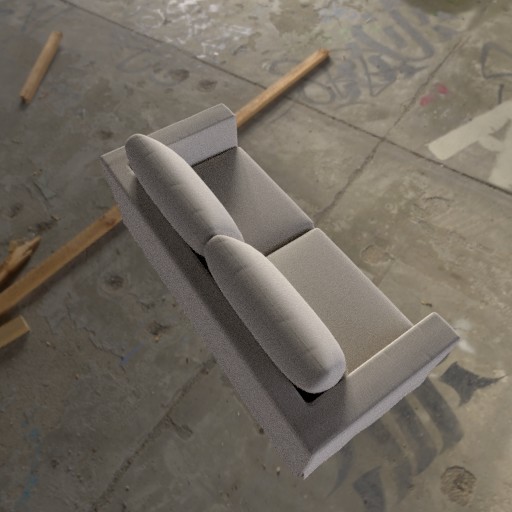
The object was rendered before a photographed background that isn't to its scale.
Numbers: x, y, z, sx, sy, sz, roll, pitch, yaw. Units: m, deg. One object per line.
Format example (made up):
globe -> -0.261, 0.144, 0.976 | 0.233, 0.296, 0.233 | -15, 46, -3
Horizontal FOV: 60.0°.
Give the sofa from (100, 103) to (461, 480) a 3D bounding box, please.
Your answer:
sofa -> 0.000, 0.000, 2.630 | 0.954, 0.881, 2.163 | -30, 62, -18
